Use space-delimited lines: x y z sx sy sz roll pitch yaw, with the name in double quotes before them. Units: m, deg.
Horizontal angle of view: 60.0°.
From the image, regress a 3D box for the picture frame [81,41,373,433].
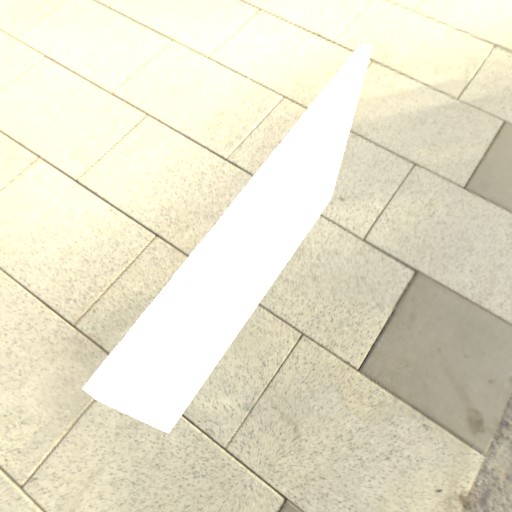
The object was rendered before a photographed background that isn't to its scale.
"picture frame" 0.000 0.000 1.152 0.029 0.640 0.950 31 68 14
